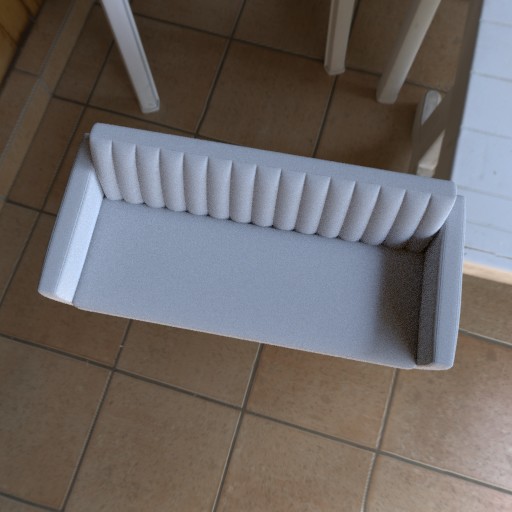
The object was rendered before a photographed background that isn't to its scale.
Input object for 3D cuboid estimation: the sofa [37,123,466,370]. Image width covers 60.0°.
[{"bbox_3d":[0.000,0.000,2.650,2.291,0.821,0.990,10,76,2],"label":"sofa"}]
